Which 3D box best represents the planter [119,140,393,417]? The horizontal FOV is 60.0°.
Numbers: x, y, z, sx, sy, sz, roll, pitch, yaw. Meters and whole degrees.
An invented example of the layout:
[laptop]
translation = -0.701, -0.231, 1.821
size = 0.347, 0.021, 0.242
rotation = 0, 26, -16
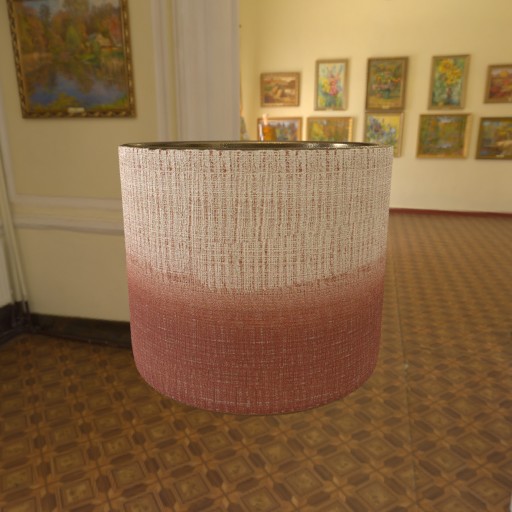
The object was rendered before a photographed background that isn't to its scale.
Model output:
[planter]
translation = 0.000, 0.000, 0.448
size = 0.254, 0.221, 0.254
rotation = 0, 16, 0
